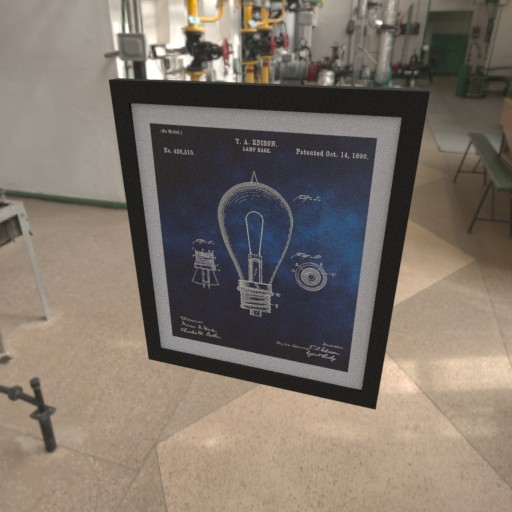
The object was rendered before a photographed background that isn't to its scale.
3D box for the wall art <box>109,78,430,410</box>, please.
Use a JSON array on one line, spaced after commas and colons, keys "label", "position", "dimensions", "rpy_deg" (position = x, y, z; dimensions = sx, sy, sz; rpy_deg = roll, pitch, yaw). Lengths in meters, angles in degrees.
[{"label": "wall art", "position": [0.000, 0.000, 0.694], "dimensions": [0.428, 0.505, 0.023], "rpy_deg": [8, 29, 15]}]
